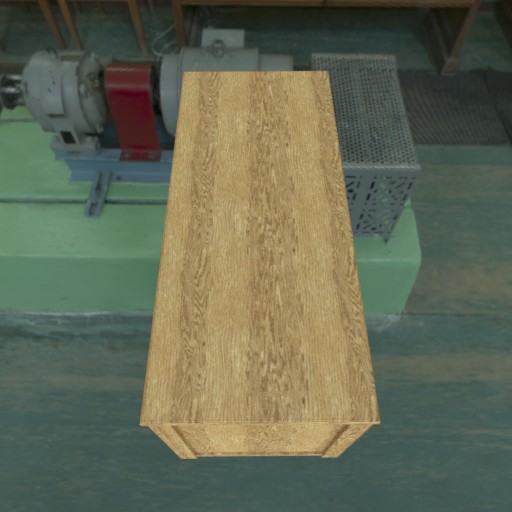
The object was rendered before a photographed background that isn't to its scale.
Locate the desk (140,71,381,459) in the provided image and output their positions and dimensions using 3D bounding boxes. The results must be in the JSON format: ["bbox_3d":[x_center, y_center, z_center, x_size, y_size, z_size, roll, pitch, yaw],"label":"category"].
[{"bbox_3d":[0.000,0.000,1.968,0.685,0.751,1.567,0,58,0],"label":"desk"}]
